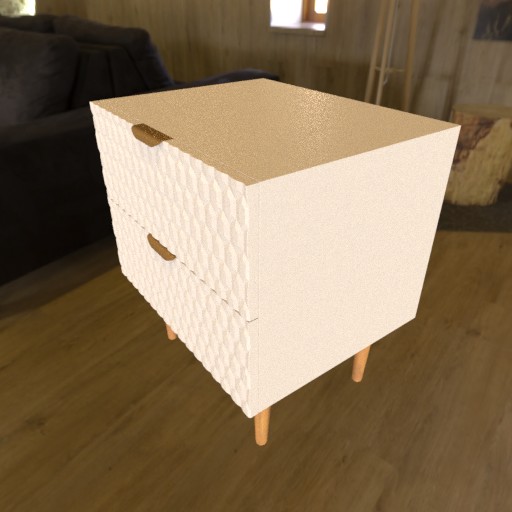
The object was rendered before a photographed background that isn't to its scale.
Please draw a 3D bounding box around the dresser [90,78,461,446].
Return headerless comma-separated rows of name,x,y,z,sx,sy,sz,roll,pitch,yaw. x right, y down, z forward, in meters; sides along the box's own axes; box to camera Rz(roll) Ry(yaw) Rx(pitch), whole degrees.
dresser,0.000,0.000,0.898,0.414,0.568,0.503,-21,37,-30
